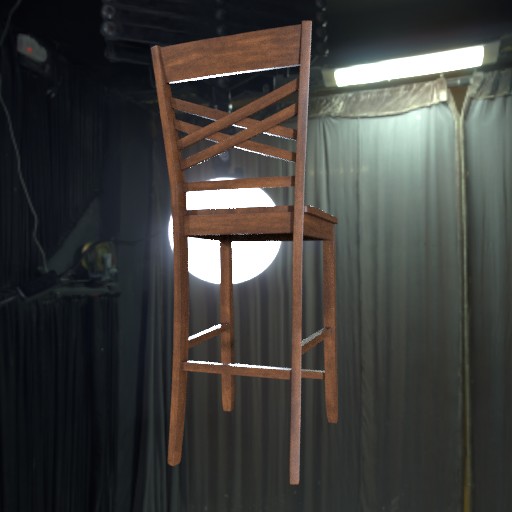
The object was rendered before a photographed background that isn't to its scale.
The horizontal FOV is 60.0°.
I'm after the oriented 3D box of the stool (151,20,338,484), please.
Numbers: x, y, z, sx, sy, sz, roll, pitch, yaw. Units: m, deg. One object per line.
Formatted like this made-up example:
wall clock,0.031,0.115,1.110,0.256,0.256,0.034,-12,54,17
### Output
stool,0.000,0.000,1.318,0.426,1.098,0.504,0,-1,18
